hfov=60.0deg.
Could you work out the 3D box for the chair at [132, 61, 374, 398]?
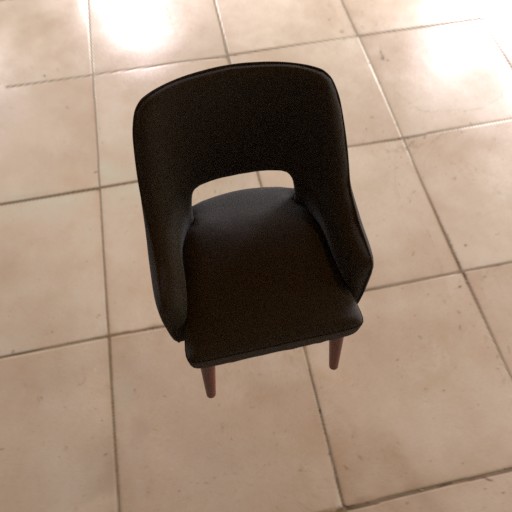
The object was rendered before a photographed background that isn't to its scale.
[{"bbox_3d":[0.000,0.000,1.233,0.559,0.838,0.560,-11,64,-6],"label":"chair"}]
